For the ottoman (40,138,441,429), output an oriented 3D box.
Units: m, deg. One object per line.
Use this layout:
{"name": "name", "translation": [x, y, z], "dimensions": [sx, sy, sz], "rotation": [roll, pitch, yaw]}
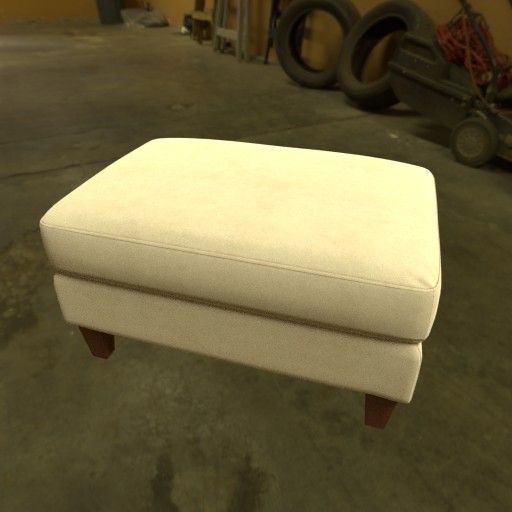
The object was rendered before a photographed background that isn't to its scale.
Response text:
{"name": "ottoman", "translation": [0.000, 0.000, 1.179], "dimensions": [0.864, 0.483, 0.584], "rotation": [10, 35, 14]}
